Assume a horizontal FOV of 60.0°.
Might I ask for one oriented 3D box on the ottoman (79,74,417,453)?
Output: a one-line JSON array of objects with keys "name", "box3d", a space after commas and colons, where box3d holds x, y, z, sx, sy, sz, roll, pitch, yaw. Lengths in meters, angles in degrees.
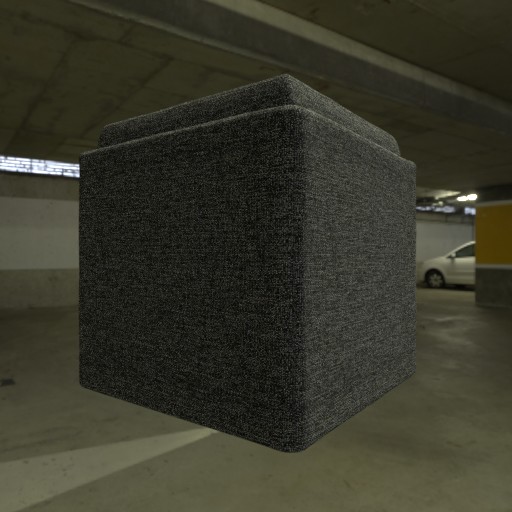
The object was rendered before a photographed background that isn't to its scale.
[{"name": "ottoman", "box3d": [0.000, 0.000, 0.801, 0.450, 0.463, 0.450, 0, 0, 37]}]
